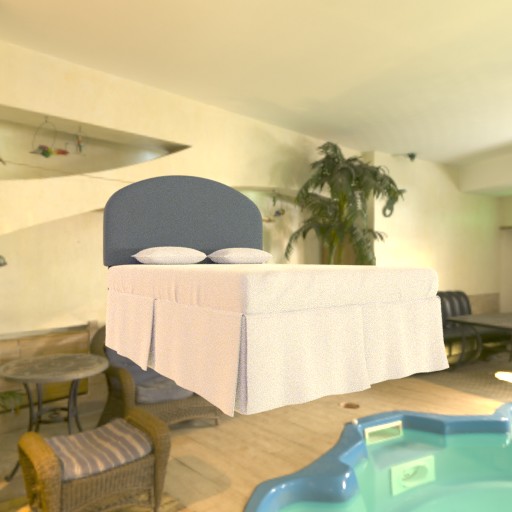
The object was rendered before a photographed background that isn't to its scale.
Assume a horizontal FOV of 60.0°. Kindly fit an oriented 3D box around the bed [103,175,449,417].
[{"bbox_3d":[0.000,0.000,3.116,1.607,1.410,2.005,0,0,-36],"label":"bed"}]
